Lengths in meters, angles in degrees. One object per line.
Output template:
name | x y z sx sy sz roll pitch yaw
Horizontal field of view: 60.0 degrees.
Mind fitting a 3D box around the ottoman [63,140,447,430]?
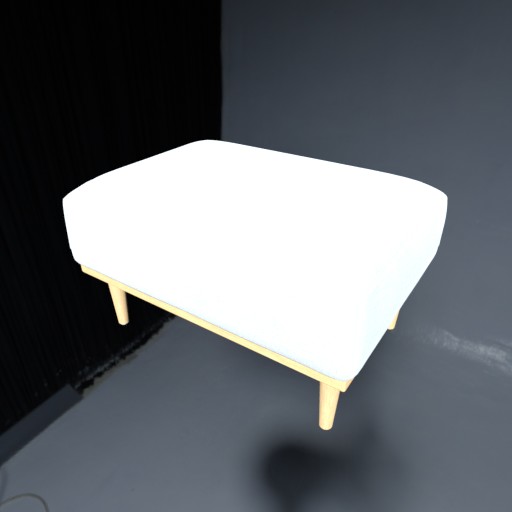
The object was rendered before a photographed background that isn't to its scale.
ottoman | 0.000 0.000 1.097 0.749 0.428 0.549 19 35 29
